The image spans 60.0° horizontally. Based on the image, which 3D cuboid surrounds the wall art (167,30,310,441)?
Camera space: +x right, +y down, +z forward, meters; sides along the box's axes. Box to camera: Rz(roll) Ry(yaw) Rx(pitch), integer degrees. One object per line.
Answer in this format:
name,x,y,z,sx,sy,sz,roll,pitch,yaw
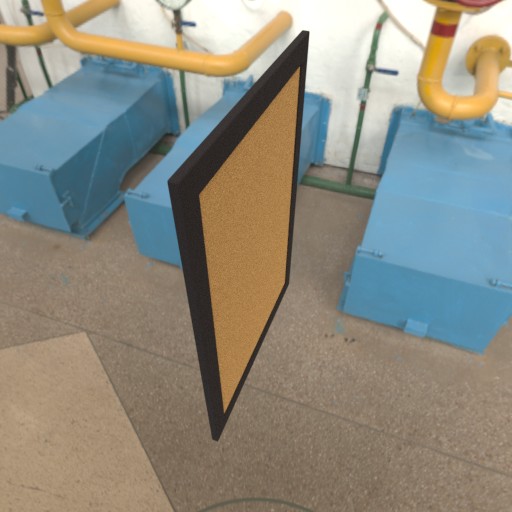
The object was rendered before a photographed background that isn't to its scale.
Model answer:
wall art,0.000,0.000,0.675,0.012,0.529,0.374,16,48,15
